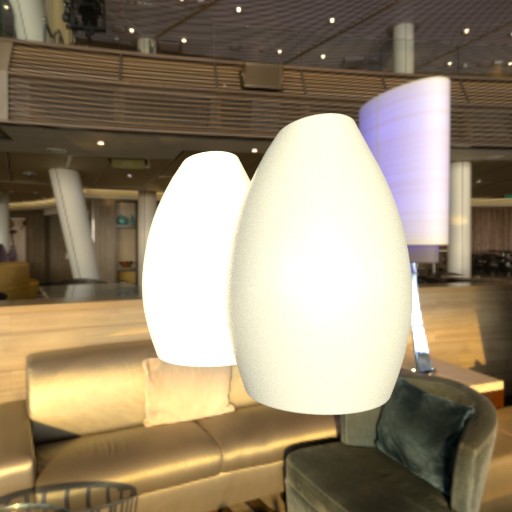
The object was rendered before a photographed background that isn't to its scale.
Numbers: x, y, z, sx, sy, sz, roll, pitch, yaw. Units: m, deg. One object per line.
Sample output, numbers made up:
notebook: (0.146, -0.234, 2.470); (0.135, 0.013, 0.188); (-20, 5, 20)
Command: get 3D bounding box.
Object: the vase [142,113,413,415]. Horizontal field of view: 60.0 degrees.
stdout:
vase: (0.000, 0.000, 0.257); (0.089, 0.131, 0.187); (0, 1, -38)
